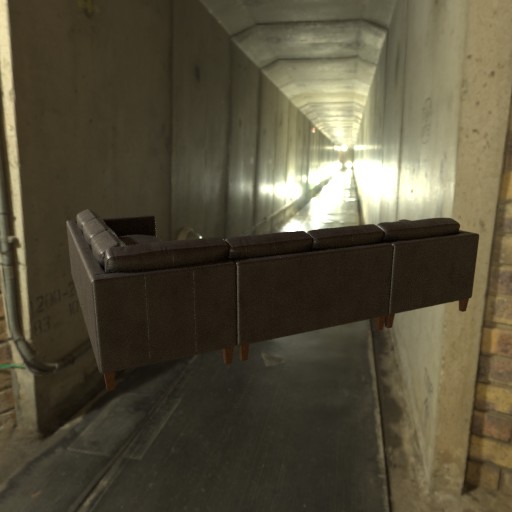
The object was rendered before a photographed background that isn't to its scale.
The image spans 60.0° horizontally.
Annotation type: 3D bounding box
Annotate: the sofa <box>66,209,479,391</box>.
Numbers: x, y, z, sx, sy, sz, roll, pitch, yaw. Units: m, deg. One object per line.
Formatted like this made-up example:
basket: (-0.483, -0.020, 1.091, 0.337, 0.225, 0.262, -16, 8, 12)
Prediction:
sofa: (0.000, 0.000, 4.436, 3.324, 0.891, 2.452, -7, 15, -25)
